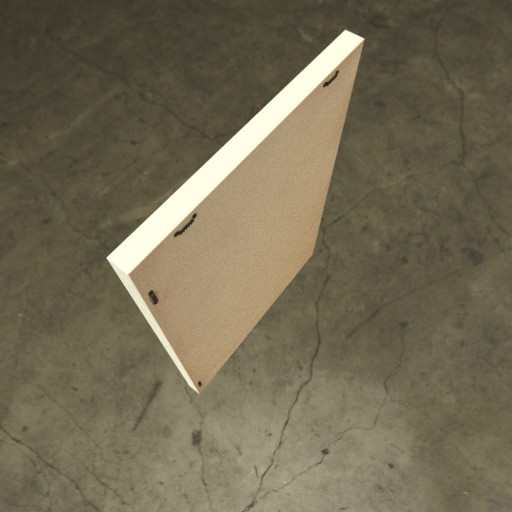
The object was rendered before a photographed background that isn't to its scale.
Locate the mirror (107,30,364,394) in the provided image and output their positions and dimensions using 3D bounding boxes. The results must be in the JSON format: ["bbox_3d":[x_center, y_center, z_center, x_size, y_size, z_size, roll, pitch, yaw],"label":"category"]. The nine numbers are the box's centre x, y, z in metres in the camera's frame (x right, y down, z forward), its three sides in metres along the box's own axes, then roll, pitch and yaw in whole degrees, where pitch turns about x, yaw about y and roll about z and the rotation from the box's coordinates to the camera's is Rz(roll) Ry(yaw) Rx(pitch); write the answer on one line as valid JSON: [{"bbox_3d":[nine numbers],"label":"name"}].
[{"bbox_3d":[0.000,0.000,0.907,0.040,0.710,0.507,34,67,17],"label":"mirror"}]
